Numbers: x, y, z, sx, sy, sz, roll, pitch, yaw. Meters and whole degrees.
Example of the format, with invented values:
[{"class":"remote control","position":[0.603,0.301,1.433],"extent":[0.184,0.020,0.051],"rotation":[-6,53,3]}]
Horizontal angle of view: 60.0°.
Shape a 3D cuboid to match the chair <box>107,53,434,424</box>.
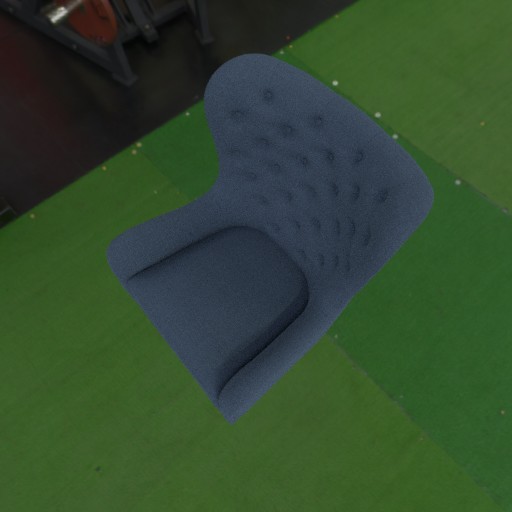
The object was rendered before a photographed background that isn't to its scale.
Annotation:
[{"class":"chair","position":[0.000,0.000,1.733],"extent":[0.930,1.079,0.831],"rotation":[-37,70,-16]}]
